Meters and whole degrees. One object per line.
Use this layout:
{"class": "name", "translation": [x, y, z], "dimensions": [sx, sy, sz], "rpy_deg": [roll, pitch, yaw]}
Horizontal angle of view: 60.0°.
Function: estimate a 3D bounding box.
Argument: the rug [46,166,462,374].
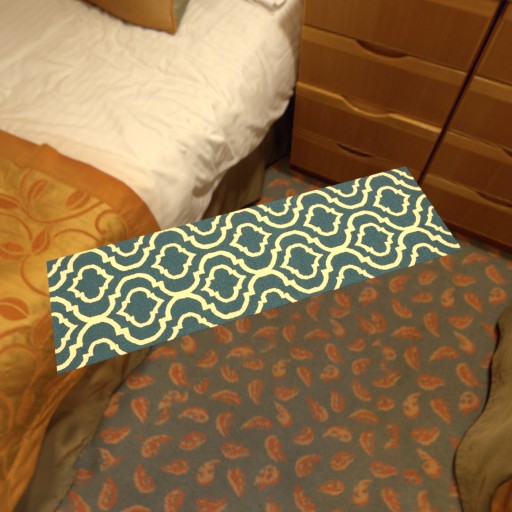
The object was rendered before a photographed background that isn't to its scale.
{"class": "rug", "translation": [0.000, 0.000, 2.553], "dimensions": [2.296, 0.006, 0.685], "rpy_deg": [-16, 60, -9]}
